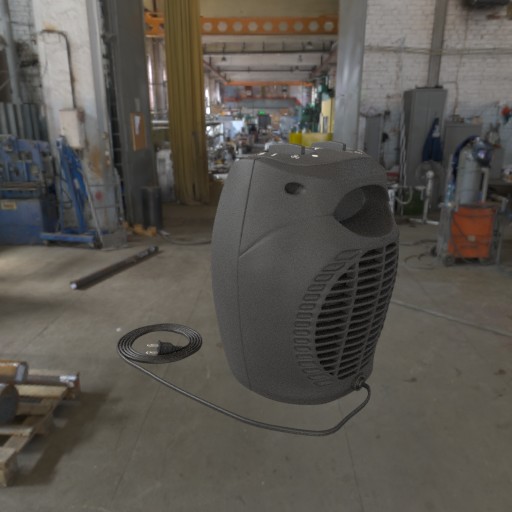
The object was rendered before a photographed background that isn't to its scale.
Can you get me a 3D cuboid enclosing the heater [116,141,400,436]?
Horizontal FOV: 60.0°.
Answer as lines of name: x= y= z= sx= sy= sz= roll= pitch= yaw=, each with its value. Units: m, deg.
heater: x=0.000 y=0.000 z=0.478 sx=0.239 sy=0.240 sz=0.291 roll=-16 pitch=23 yaw=-41
